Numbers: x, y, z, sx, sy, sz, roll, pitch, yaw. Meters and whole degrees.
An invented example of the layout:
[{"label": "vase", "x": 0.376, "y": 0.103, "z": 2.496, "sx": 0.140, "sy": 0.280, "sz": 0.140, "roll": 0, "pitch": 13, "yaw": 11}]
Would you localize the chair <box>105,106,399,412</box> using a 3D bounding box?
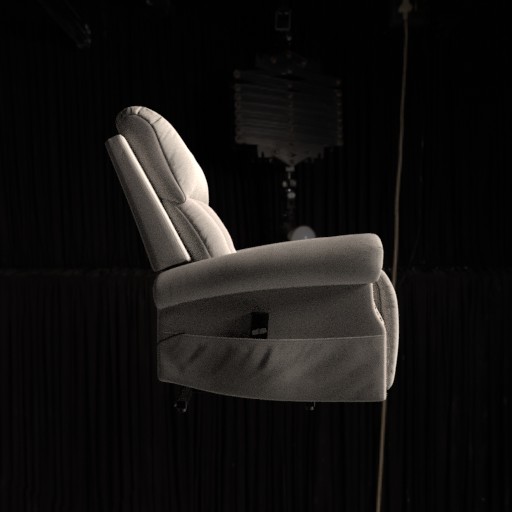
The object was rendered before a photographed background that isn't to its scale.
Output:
[{"label": "chair", "x": 0.000, "y": 0.000, "z": 1.763, "sx": 0.979, "sy": 1.031, "sz": 0.871, "roll": 0, "pitch": 1, "yaw": -1}]
